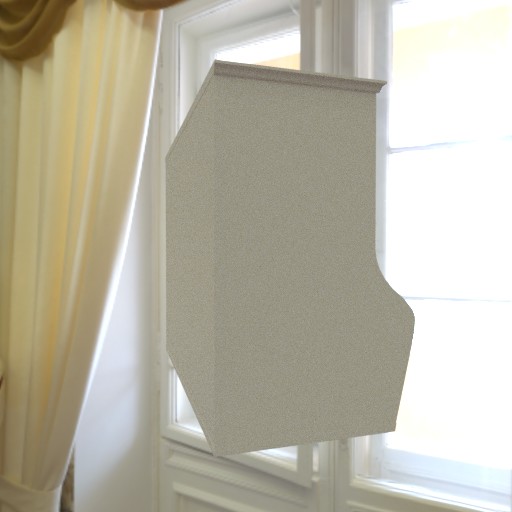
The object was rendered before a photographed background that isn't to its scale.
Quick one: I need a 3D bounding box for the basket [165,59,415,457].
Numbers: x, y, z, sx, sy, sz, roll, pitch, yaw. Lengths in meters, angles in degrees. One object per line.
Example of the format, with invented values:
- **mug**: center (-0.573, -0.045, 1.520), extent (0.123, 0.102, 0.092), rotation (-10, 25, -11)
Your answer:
- **basket**: center (0.000, 0.000, 1.125), extent (0.376, 0.625, 0.792), rotation (0, 1, -17)
